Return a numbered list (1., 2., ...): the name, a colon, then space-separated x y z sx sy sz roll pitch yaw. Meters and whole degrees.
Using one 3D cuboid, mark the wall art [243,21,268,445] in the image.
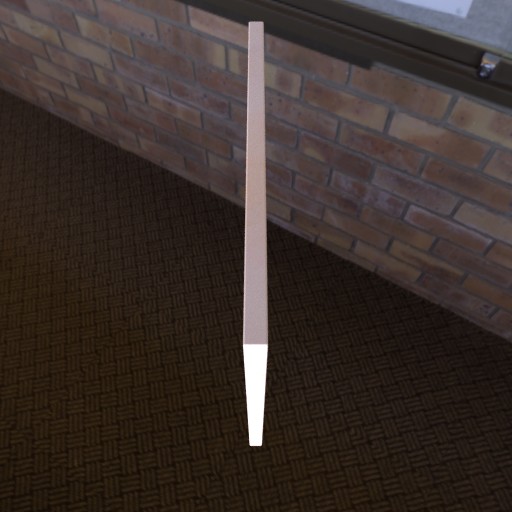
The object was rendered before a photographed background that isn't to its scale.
1. wall art: 0.000 0.000 1.296 0.038 0.889 0.889 0 58 0
